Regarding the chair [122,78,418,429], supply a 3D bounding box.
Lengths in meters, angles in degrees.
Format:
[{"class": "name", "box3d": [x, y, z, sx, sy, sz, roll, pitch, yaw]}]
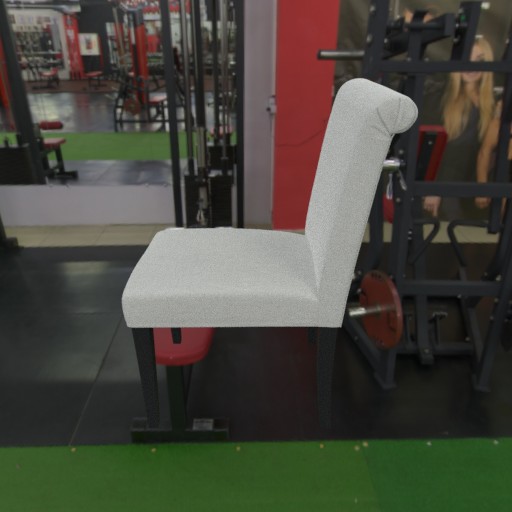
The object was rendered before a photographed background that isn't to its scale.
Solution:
[{"class": "chair", "box3d": [0.000, 0.000, 1.350, 0.708, 0.976, 0.452, 0, 26, 1]}]
